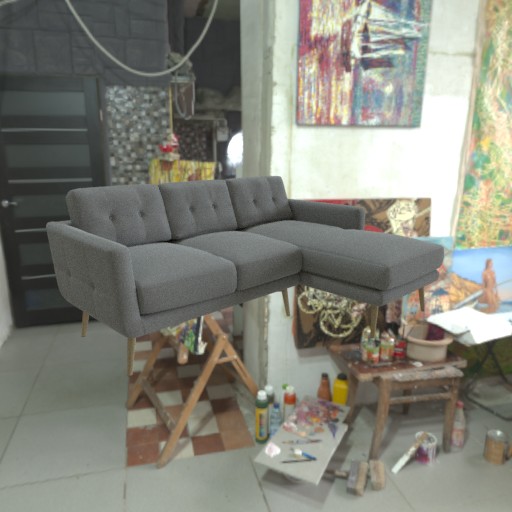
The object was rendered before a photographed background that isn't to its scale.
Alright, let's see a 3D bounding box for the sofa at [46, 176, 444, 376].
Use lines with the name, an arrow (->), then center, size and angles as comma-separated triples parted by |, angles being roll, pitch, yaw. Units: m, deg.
sofa -> 0.000, 0.000, 2.773 | 2.040, 0.860, 1.530 | -13, 19, -42
